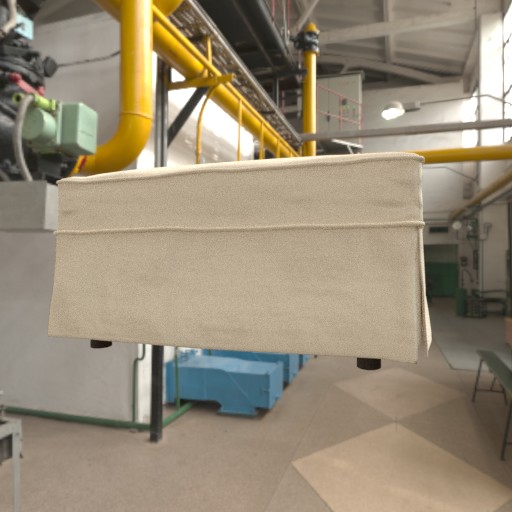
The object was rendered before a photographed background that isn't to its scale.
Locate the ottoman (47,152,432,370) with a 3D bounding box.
[{"bbox_3d":[0.000,0.000,1.302,0.944,0.479,0.703,0,0,19],"label":"ottoman"}]
